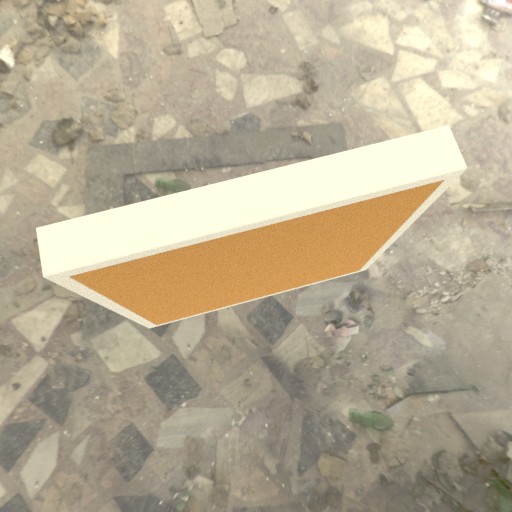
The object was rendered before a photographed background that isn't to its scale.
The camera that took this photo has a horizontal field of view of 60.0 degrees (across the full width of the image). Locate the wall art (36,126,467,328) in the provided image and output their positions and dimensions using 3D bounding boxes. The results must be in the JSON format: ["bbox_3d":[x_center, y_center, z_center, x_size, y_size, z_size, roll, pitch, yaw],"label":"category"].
[{"bbox_3d":[0.000,0.000,0.459,0.305,0.305,0.037,-15,75,-4],"label":"wall art"}]
